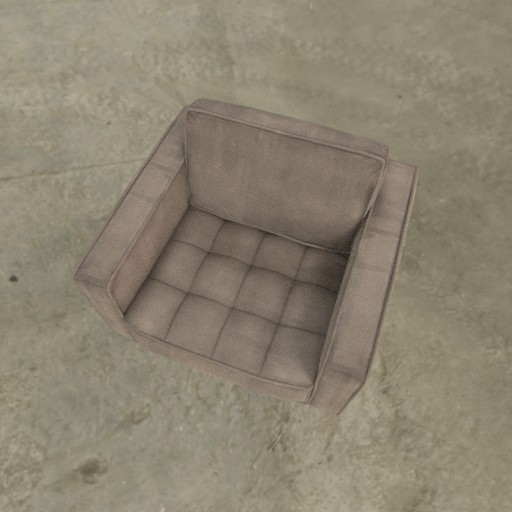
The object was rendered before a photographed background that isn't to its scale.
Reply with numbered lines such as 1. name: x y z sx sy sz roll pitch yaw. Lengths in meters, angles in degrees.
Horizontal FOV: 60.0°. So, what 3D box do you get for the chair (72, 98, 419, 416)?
1. chair: 0.000 0.000 1.544 0.928 0.773 0.843 18 61 10
